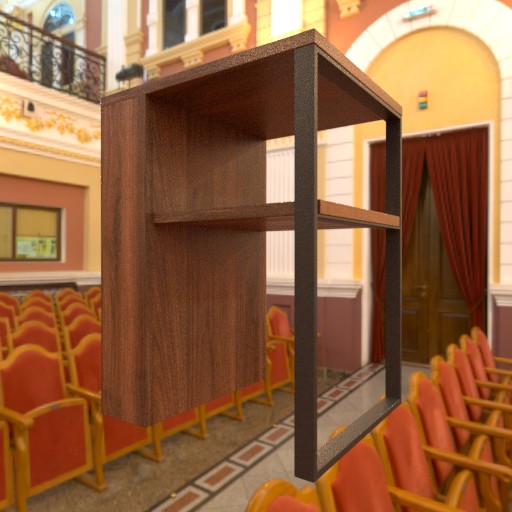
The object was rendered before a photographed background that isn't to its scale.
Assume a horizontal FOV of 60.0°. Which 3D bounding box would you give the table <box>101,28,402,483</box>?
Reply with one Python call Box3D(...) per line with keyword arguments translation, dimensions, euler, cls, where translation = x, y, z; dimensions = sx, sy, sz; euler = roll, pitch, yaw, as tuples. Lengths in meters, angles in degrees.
Box3D(translation=(0.000, 0.000, 1.504), dimensions=(0.786, 1.041, 0.660), euler=(0, 0, 35), cls="table")
